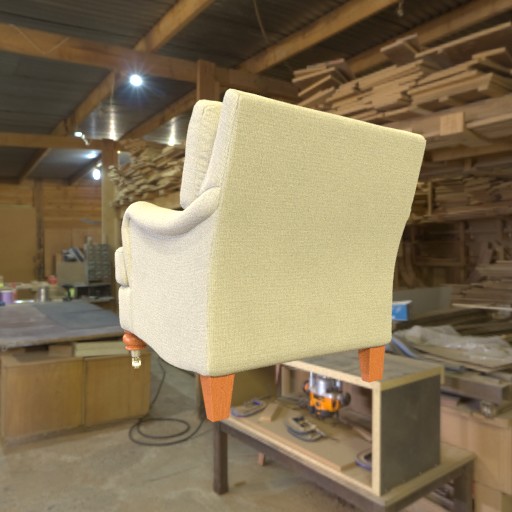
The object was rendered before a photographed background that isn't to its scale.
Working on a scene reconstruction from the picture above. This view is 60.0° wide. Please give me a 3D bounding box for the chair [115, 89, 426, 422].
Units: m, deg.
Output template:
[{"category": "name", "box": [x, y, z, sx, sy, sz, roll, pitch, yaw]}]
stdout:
[{"category": "chair", "box": [0.000, 0.000, 1.894, 0.955, 1.038, 1.070, -1, 1, -35]}]
